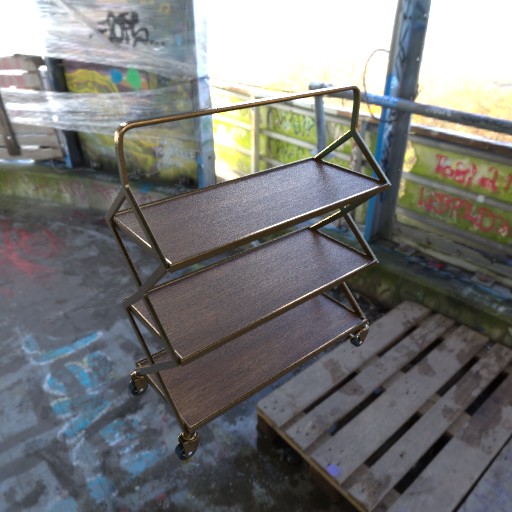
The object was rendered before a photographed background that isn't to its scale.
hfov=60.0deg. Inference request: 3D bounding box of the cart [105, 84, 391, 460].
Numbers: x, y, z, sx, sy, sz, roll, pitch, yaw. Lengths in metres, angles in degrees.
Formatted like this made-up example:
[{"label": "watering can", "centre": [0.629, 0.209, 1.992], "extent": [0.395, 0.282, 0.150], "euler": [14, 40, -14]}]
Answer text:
[{"label": "cart", "centre": [0.000, 0.000, 1.194], "extent": [0.723, 0.805, 0.313], "euler": [-22, 37, -33]}]
